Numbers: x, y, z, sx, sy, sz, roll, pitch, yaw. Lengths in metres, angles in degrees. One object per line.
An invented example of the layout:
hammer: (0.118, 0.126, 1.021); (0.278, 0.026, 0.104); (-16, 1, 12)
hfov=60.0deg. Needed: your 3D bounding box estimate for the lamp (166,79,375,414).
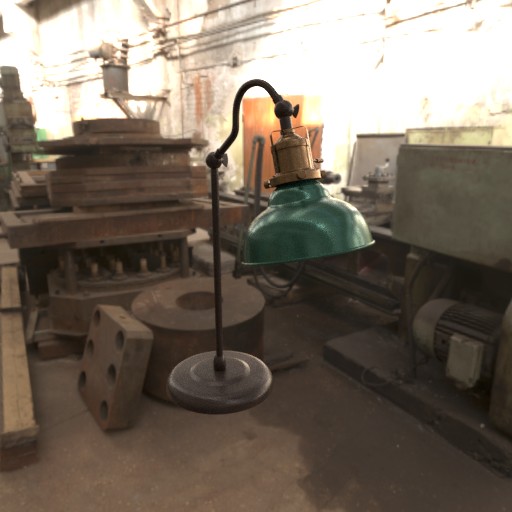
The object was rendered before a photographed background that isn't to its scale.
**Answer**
lamp: (0.000, 0.000, 0.678); (0.374, 0.508, 0.192); (14, 20, 43)
